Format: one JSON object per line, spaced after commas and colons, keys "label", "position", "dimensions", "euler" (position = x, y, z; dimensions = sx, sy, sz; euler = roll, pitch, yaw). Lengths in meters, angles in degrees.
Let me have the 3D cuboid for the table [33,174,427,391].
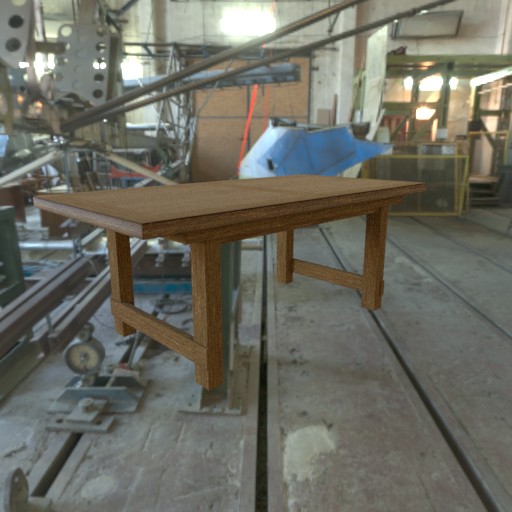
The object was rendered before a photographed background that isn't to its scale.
{"label": "table", "position": [0.000, 0.000, 2.517], "dimensions": [1.982, 0.762, 1.000], "euler": [-14, 20, -42]}
